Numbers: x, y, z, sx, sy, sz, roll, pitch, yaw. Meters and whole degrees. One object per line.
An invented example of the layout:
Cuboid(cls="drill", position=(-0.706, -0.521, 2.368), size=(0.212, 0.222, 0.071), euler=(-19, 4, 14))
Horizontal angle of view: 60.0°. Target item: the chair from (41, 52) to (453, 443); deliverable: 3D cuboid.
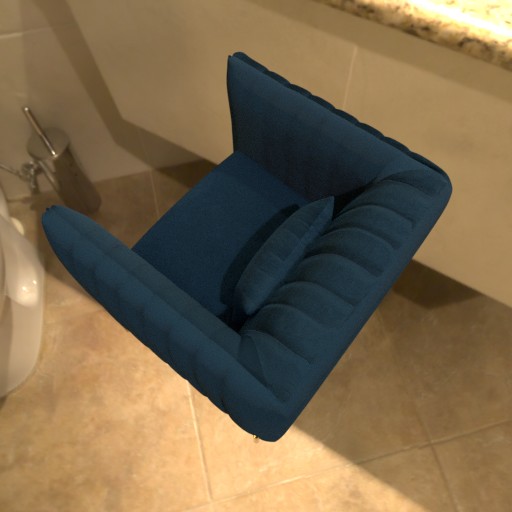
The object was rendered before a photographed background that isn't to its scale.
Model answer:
Cuboid(cls="chair", position=(0.000, 0.000, 1.575), size=(0.877, 0.793, 0.947), euler=(36, 69, 16))
